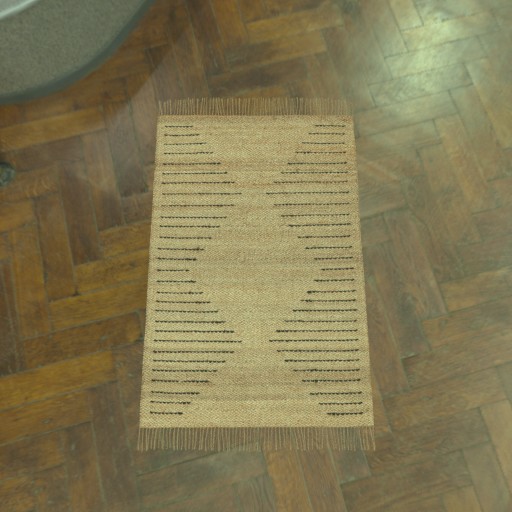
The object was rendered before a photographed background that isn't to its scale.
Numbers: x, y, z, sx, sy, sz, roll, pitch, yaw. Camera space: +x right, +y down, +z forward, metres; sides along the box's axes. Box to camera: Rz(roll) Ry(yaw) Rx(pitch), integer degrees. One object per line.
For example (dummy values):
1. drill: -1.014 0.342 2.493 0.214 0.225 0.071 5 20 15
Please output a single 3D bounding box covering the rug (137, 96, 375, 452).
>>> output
1. rug: 0.000 0.000 2.538 1.224 0.027 2.085 0 75 0
